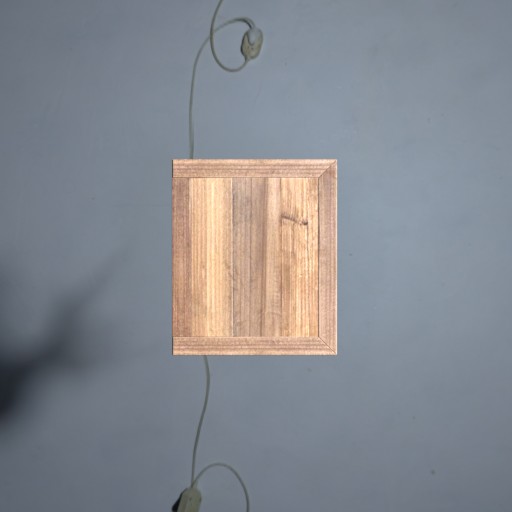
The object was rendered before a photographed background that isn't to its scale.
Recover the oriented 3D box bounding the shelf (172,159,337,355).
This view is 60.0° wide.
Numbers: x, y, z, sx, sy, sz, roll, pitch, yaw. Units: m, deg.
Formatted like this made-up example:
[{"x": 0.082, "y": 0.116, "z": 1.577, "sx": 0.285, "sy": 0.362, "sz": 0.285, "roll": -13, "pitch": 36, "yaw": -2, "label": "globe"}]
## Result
[{"x": 0.000, "y": 0.000, "z": 2.078, "sx": 0.428, "sy": 1.900, "sz": 0.500, "roll": 0, "pitch": 90, "yaw": 0, "label": "shelf"}]
